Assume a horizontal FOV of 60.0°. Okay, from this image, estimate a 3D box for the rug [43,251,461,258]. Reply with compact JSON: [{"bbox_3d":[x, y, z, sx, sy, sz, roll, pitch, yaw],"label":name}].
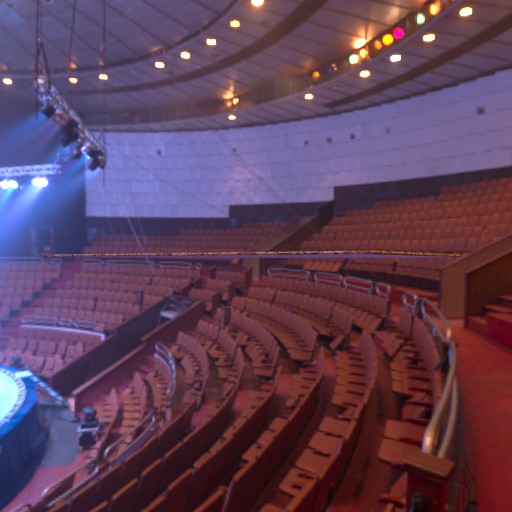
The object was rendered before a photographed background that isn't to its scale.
[{"bbox_3d":[0.000,0.000,4.272,3.215,0.020,2.446,0,-1,35],"label":"rug"}]
